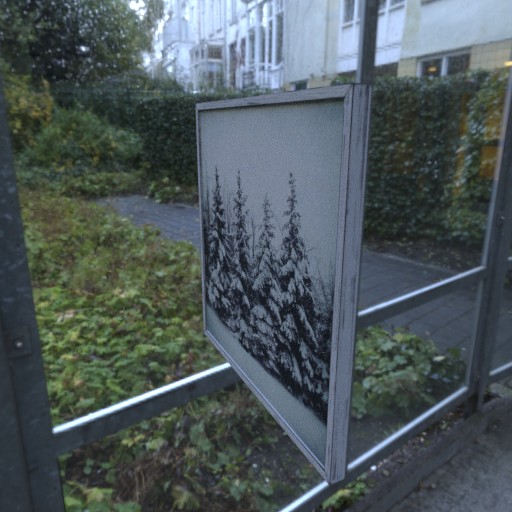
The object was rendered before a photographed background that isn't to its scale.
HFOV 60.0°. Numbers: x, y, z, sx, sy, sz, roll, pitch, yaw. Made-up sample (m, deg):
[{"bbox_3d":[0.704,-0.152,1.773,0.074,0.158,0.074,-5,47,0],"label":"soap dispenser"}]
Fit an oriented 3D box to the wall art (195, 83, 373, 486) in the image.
[{"bbox_3d":[0.000,0.000,1.122,0.037,0.761,0.761,-8,18,-25],"label":"wall art"}]
